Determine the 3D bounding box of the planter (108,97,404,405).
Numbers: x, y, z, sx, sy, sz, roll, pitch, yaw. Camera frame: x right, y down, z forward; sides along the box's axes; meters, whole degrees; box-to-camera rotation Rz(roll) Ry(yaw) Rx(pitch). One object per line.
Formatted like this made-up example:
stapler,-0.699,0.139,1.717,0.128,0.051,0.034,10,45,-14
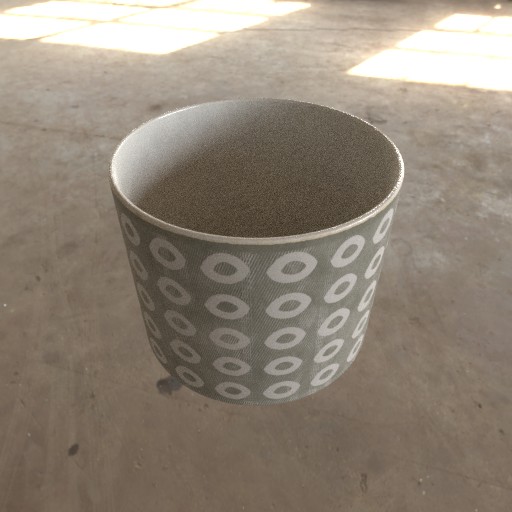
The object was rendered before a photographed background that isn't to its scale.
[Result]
planter,0.000,0.000,0.462,0.250,0.239,0.250,0,40,0
